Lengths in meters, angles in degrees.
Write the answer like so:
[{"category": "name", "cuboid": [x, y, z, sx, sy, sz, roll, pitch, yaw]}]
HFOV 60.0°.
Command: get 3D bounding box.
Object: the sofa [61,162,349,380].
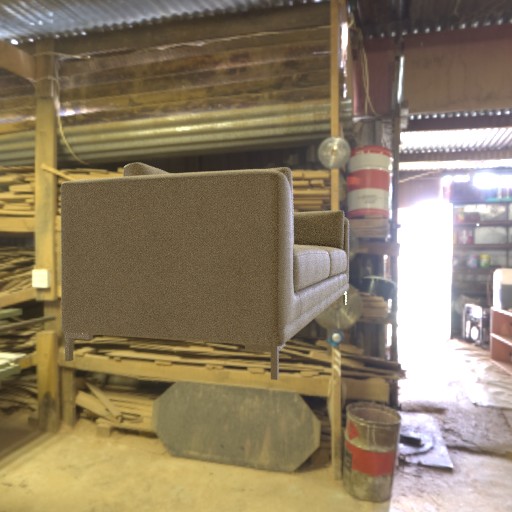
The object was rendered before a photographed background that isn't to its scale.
[{"category": "sofa", "cuboid": [0.000, 0.000, 2.862, 0.969, 0.867, 2.415, 0, 1, 17]}]
